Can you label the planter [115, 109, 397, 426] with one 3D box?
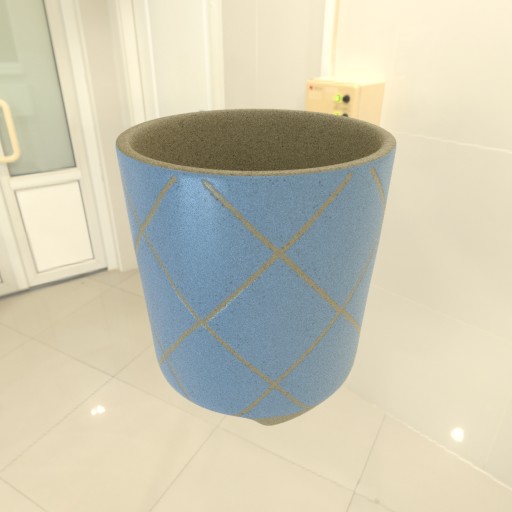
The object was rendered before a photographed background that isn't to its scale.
[{"bbox_3d":[0.000,0.000,0.426,0.227,0.235,0.227,0,28,0],"label":"planter"}]
